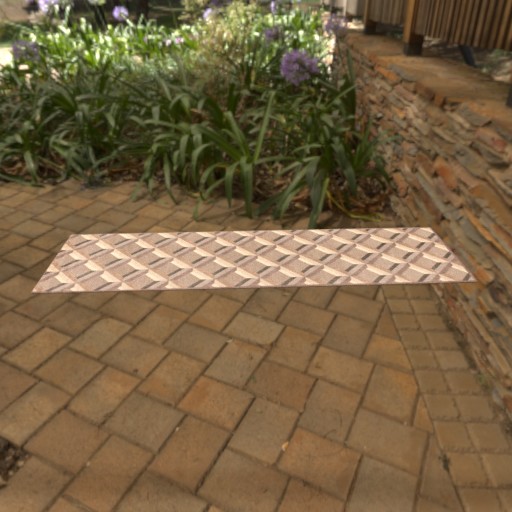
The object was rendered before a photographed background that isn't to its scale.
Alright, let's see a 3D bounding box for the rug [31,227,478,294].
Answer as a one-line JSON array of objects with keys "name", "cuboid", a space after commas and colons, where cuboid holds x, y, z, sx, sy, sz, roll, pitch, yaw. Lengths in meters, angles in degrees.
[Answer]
[{"name": "rug", "cuboid": [0.000, 0.000, 2.705, 2.437, 0.013, 0.685, -1, 30, -2]}]
